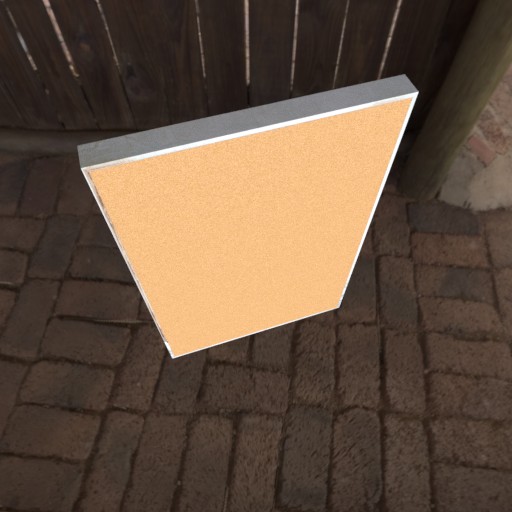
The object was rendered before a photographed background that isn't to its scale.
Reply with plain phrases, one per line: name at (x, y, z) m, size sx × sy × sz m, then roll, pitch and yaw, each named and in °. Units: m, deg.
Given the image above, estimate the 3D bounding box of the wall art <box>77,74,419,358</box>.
wall art at (0.000, 0.000, 0.771) m, size 0.403 × 0.607 × 0.036 m, roll -15°, pitch 59°, yaw -9°
